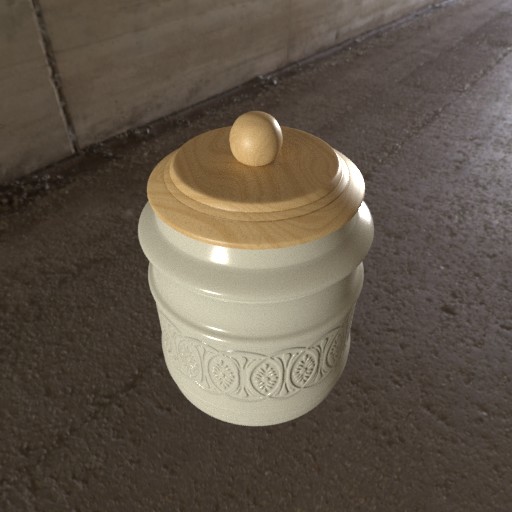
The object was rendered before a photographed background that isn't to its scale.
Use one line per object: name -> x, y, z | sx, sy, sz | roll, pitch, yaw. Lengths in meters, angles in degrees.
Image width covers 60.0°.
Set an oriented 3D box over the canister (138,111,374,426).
canister -> 0.000, 0.000, 0.267 | 0.130, 0.176, 0.130 | 0, 40, 0
